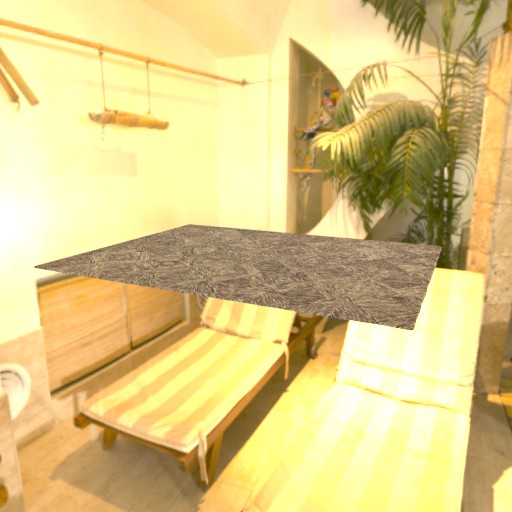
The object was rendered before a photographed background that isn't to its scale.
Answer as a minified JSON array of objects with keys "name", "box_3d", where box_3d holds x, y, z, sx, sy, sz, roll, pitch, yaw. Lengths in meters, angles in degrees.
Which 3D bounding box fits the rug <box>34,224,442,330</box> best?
[{"name":"rug","box_3d":[0.000,0.000,4.300,3.204,0.017,2.448,7,15,25]}]
